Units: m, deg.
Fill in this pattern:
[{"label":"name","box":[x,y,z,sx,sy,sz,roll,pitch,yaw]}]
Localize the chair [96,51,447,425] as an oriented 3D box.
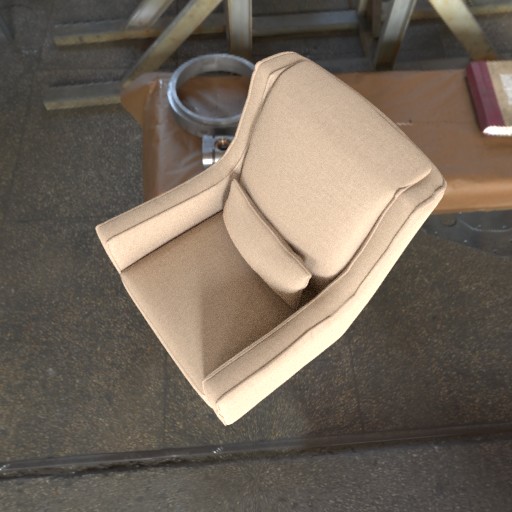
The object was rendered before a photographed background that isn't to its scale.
[{"label":"chair","box":[0.000,0.000,1.595,0.879,0.993,0.732,-34,68,-16]}]
